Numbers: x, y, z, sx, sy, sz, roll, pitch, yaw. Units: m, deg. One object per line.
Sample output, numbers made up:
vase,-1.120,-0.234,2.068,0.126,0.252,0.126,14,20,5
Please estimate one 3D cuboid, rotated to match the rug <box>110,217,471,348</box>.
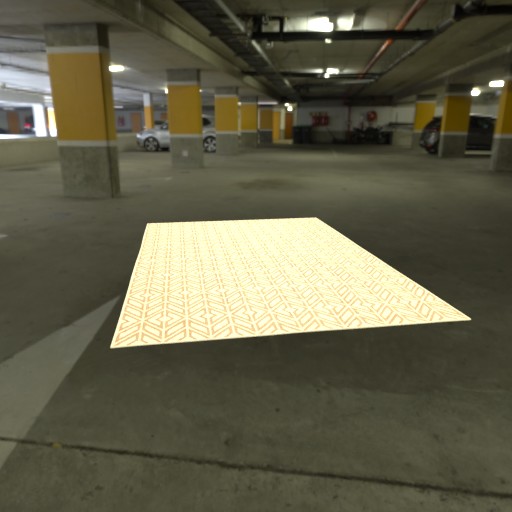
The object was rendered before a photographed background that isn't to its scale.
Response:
rug,0.000,0.000,2.319,1.220,0.007,1.828,-3,17,-9
